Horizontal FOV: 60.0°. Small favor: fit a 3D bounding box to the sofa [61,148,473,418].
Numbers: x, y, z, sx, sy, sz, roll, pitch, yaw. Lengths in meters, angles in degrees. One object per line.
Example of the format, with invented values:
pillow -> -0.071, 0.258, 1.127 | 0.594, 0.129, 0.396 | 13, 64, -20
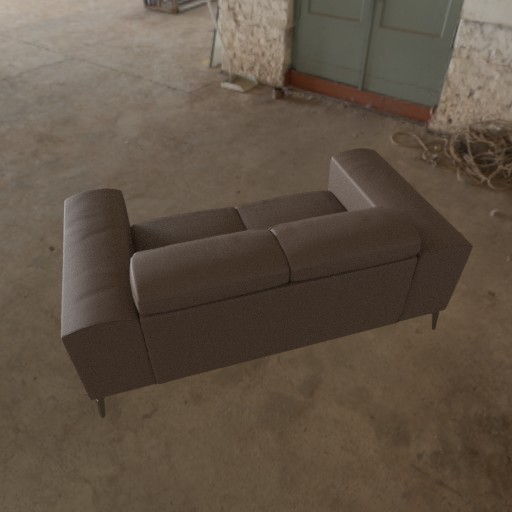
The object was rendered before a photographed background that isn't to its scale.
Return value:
sofa -> 0.000, 0.000, 2.403 | 1.895, 0.779, 1.003 | -12, 43, -13
